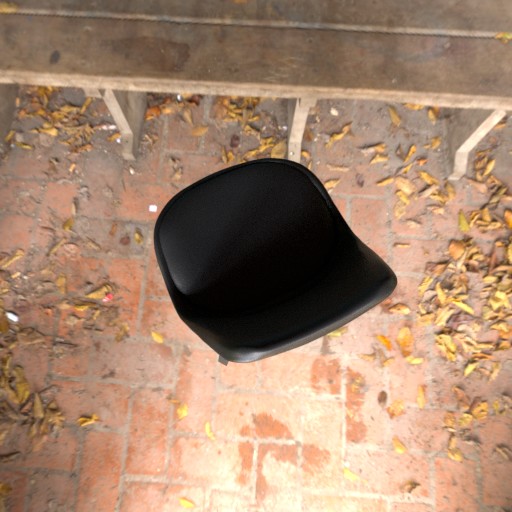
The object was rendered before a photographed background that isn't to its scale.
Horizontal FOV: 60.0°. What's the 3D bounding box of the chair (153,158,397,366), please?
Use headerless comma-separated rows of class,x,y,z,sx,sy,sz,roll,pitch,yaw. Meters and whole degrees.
chair,0.000,0.000,1.176,0.485,0.850,0.530,-24,77,-6
